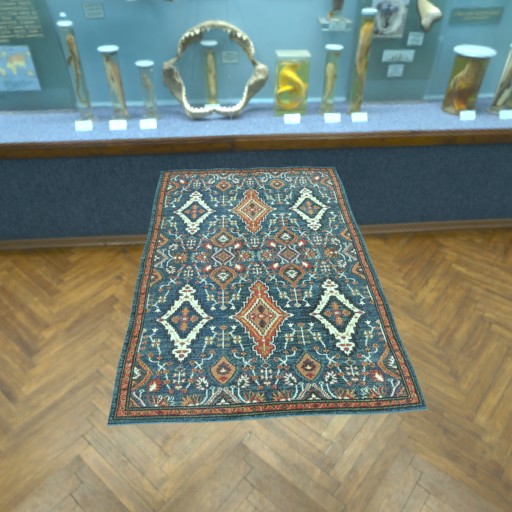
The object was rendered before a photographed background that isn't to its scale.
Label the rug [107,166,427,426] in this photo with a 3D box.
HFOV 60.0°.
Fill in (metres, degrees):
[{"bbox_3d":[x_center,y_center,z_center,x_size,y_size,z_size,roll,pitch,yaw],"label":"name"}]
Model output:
[{"bbox_3d":[0.000,0.000,2.326,1.195,0.014,1.847,-2,40,-2],"label":"rug"}]
